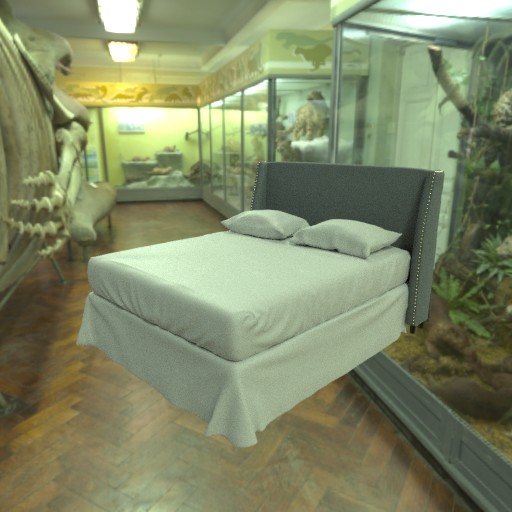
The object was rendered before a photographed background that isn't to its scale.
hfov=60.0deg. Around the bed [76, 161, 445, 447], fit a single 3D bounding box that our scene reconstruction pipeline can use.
[{"bbox_3d":[0.000,0.000,3.459,1.925,1.332,2.276,14,20,43],"label":"bed"}]
